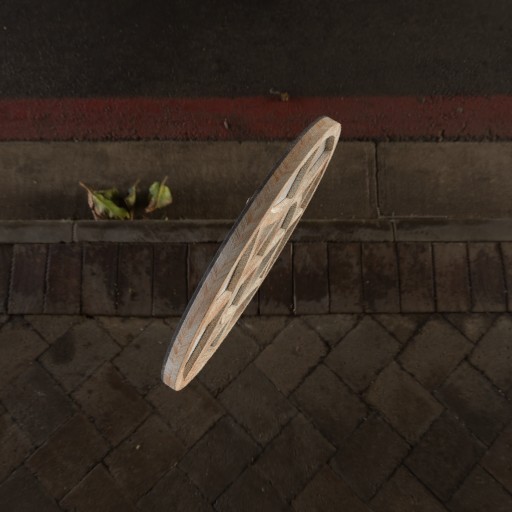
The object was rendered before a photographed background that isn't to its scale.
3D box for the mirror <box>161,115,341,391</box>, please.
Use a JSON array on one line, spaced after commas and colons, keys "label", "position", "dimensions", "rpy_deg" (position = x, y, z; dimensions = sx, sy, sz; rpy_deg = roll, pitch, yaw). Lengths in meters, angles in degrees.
[{"label": "mirror", "position": [0.000, 0.000, 1.068], "dimensions": [0.038, 0.710, 0.710], "rpy_deg": [32, 79, 7]}]
